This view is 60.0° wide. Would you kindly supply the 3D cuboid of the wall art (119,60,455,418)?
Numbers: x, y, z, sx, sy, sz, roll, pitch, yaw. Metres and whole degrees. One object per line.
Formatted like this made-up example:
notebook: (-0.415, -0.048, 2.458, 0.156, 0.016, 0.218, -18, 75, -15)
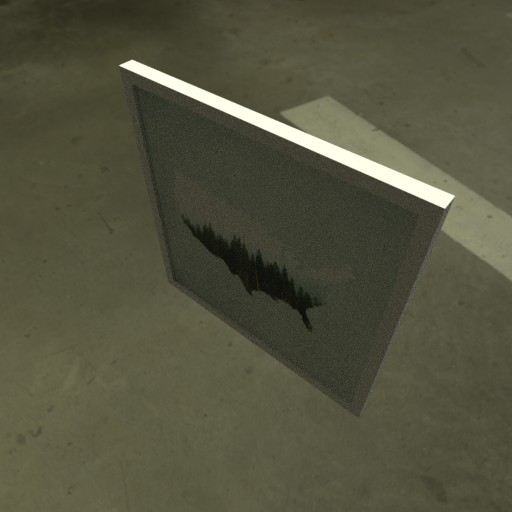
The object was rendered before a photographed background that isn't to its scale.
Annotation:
wall art: (0.000, 0.000, 1.115, 0.762, 0.762, 0.038, 31, 54, 26)
